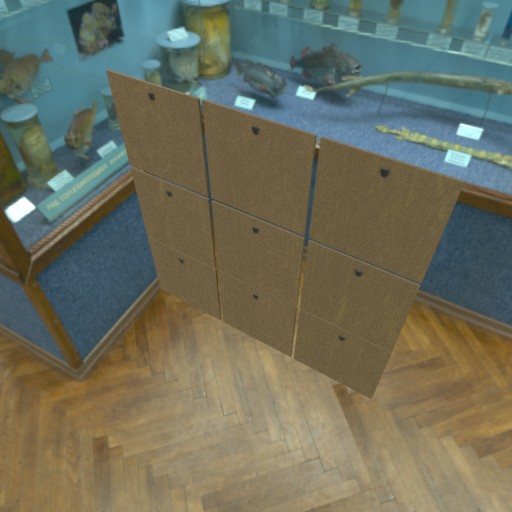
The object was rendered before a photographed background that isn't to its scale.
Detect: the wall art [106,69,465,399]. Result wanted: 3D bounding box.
[{"bbox_3d":[0.000,0.000,2.214,1.526,1.522,0.023,24,51,21],"label":"wall art"}]
